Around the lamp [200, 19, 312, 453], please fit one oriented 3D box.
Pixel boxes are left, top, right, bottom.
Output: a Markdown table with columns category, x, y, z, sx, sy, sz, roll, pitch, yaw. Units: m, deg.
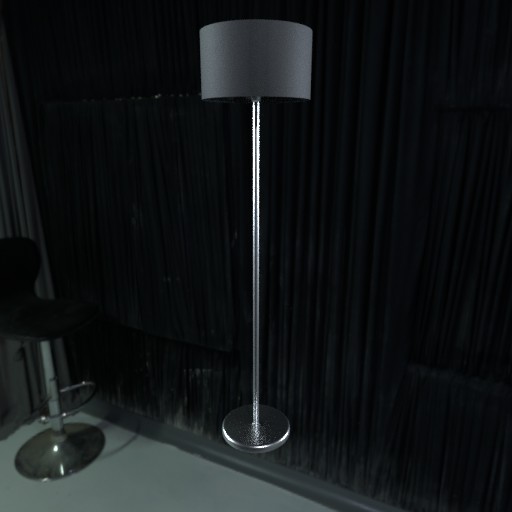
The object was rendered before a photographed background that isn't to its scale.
| category | x | y | z | sx | sy | sz | roll | pitch | yaw |
| --- | --- | --- | --- | --- | --- | --- | --- | --- | --- |
| lamp | 0.000 | 0.000 | 1.576 | 0.348 | 1.443 | 0.348 | 7 | 17 | 23 |
